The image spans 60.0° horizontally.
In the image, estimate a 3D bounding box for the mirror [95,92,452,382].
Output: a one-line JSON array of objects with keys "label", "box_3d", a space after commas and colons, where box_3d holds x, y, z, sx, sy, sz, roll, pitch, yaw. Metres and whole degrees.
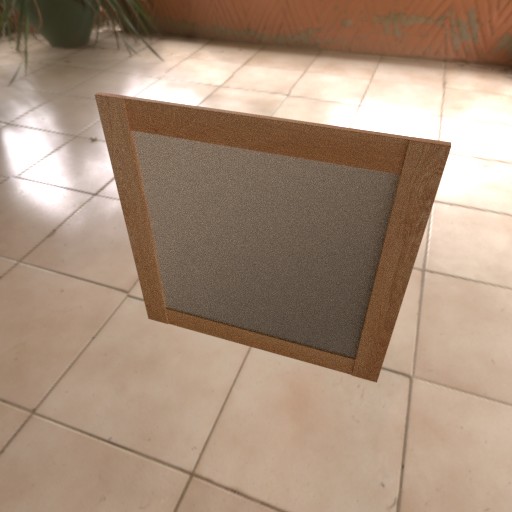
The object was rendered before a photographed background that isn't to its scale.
[{"label": "mirror", "box_3d": [0.000, 0.000, 1.218, 0.800, 0.800, 0.020, 13, 43, 14]}]
